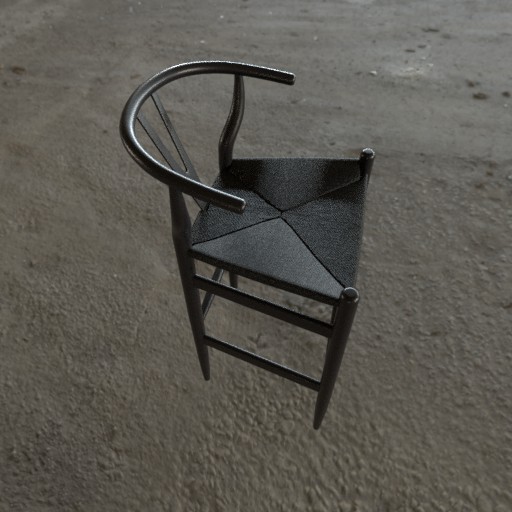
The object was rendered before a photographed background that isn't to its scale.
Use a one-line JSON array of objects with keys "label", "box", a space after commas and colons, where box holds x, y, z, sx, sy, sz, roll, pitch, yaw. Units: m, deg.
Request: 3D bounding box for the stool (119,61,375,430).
[{"label": "stool", "box": [0.000, 0.000, 1.317, 0.579, 0.970, 0.569, 10, 48, 9]}]
